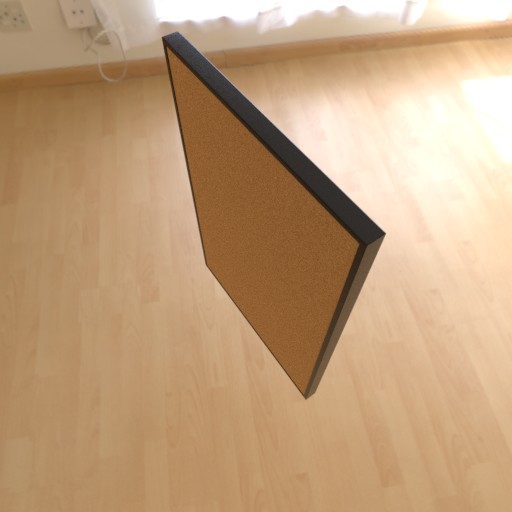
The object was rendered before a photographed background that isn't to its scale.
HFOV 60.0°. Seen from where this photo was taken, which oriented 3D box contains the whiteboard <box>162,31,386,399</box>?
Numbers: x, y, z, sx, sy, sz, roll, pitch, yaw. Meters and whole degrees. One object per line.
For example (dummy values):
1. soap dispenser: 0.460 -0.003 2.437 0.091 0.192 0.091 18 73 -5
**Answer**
1. whiteboard: 0.000 0.000 0.773 0.026 0.611 0.406 -31 64 -17
